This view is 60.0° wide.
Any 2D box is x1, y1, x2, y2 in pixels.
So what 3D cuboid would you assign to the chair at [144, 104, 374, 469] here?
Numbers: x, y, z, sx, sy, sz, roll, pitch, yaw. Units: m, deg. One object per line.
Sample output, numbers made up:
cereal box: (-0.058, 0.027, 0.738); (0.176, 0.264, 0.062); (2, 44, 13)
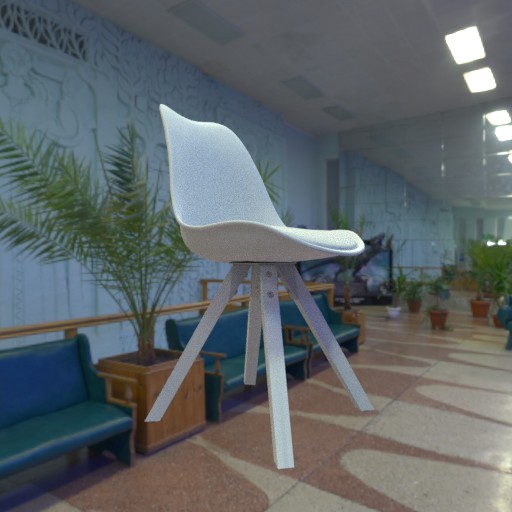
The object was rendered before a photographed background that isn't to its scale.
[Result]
chair: (0.000, 0.000, 1.191); (0.550, 0.850, 0.485); (0, 0, 37)
